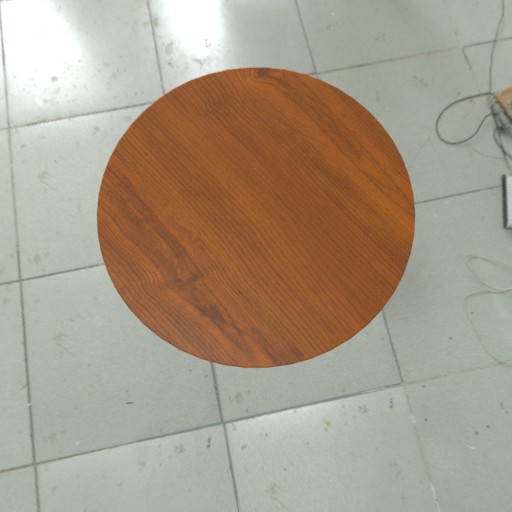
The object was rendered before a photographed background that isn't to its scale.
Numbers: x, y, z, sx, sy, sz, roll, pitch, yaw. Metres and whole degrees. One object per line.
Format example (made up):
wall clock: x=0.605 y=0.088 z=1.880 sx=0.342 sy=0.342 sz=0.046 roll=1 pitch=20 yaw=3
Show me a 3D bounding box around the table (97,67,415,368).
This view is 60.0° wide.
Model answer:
table: x=0.000 y=0.000 z=0.932 sx=0.457 sy=0.610 sz=0.457 roll=0 pitch=76 yaw=0
